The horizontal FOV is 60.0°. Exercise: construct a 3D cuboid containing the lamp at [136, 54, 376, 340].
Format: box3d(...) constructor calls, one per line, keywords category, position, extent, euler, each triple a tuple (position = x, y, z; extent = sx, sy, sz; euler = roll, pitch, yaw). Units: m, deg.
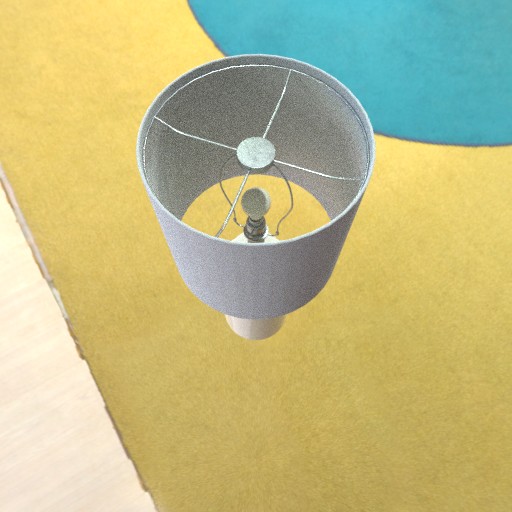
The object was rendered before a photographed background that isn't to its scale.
box3d(category="lamp", position=(0.000, 0.000, 0.617), extent=(0.212, 0.493, 0.212), euler=(18, 66, 8))
